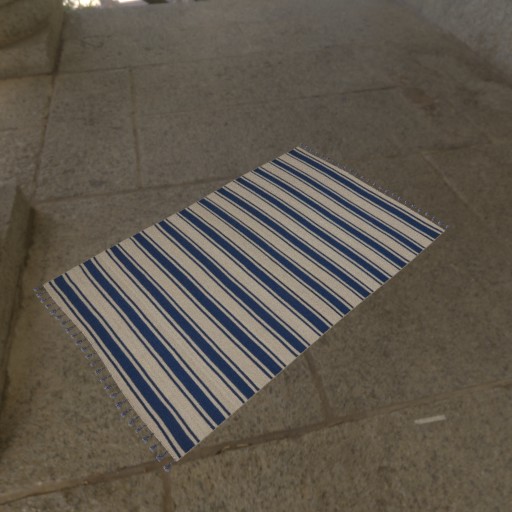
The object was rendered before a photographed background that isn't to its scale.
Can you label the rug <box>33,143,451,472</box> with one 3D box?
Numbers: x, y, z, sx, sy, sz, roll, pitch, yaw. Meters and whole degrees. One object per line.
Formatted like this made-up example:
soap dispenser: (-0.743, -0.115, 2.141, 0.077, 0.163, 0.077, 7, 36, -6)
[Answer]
rug: (0.000, 0.000, 2.533, 2.108, 0.009, 1.248, -34, 55, -27)
